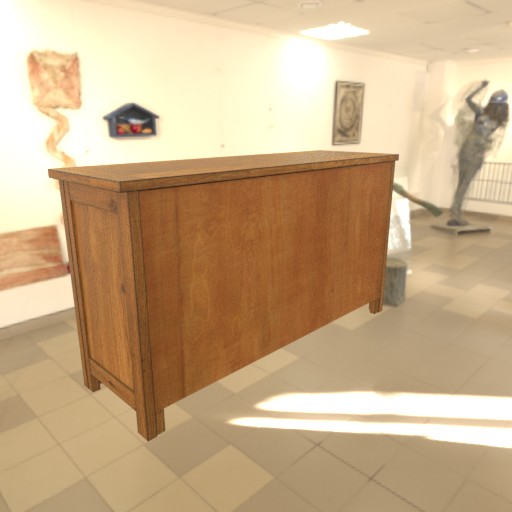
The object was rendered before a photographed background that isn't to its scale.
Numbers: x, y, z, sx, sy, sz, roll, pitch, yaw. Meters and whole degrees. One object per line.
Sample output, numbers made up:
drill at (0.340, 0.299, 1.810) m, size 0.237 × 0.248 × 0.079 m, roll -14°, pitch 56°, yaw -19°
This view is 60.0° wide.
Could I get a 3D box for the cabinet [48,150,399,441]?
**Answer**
cabinet at (0.000, 0.000, 1.915) m, size 0.480 × 0.813 × 1.474 m, roll 16°, pitch 23°, yaw 43°
